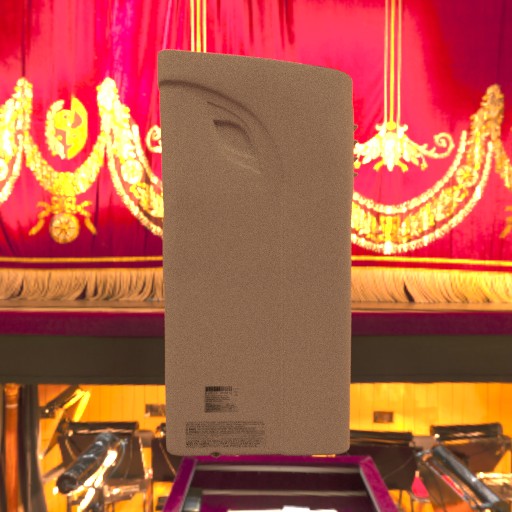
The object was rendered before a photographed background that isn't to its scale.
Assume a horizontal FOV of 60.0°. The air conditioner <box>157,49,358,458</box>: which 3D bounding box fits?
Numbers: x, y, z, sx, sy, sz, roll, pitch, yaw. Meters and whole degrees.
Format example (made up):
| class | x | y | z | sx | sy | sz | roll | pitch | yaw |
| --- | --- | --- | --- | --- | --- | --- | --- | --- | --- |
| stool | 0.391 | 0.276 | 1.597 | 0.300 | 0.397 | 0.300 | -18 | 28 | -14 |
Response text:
| class | x | y | z | sx | sy | sz | roll | pitch | yaw |
| --- | --- | --- | --- | --- | --- | --- | --- | --- | --- |
| air conditioner | 0.000 | 0.000 | 0.917 | 0.369 | 0.716 | 0.352 | 0 | -1 | -1 |
